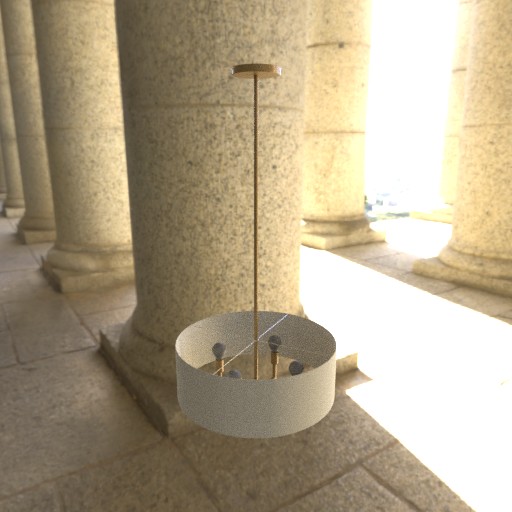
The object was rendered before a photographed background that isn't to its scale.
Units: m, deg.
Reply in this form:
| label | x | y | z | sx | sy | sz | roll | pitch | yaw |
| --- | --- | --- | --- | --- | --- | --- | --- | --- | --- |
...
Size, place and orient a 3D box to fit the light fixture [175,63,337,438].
| label | x | y | z | sx | sy | sz | roll | pitch | yaw |
| --- | --- | --- | --- | --- | --- | --- | --- | --- | --- |
| light fixture | 0.000 | 0.000 | 1.348 | 0.508 | 1.067 | 0.508 | 0 | 14 | 0 |
